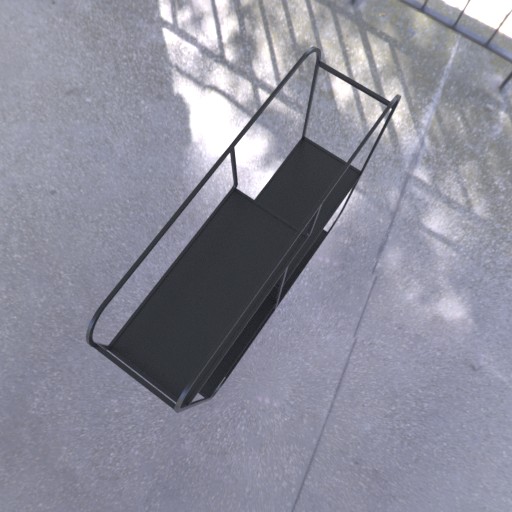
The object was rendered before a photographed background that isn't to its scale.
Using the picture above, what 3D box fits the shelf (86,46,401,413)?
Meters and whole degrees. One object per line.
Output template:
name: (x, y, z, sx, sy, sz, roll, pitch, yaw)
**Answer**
shelf: (0.000, 0.000, 0.915, 0.160, 0.600, 0.600, 34, 77, 9)
